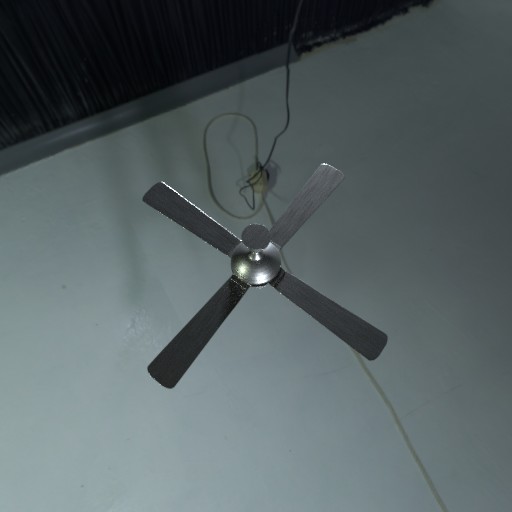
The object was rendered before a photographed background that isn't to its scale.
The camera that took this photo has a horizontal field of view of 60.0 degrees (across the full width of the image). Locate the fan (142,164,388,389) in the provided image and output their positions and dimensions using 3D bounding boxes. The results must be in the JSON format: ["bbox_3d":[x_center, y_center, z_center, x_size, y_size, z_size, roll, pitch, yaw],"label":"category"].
[{"bbox_3d":[0.000,0.000,2.039,1.321,0.381,1.321,-30,68,-13],"label":"fan"}]
